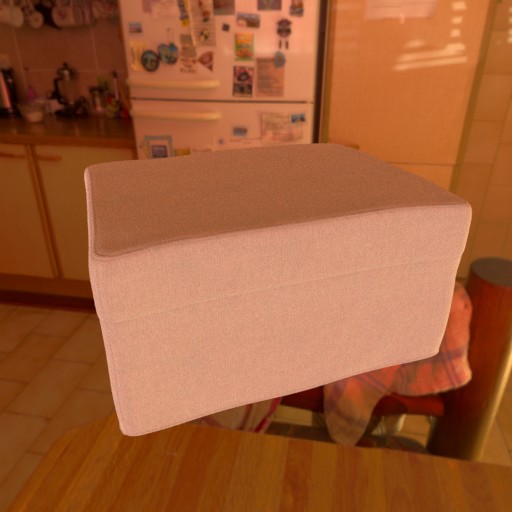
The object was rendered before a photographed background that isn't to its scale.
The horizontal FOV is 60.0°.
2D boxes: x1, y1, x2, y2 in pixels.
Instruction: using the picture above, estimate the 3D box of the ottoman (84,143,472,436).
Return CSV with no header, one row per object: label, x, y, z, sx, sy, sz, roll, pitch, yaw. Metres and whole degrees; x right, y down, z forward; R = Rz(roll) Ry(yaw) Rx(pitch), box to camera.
ottoman,0.000,0.000,1.228,0.833,0.461,0.648,-9,29,-17
